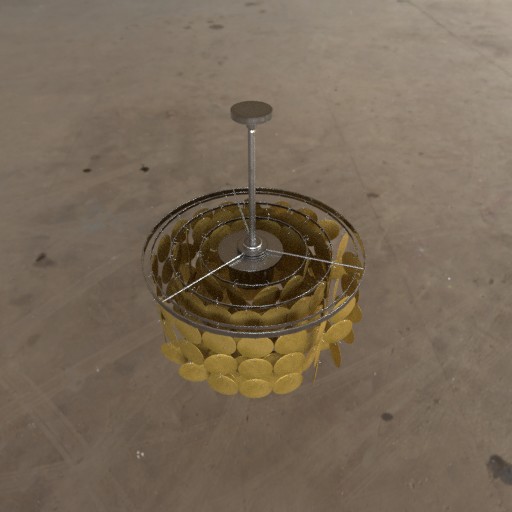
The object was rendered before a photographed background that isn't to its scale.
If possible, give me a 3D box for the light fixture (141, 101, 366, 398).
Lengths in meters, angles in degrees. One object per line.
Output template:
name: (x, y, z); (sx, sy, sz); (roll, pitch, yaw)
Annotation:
light fixture: (0.000, 0.000, 0.722); (0.368, 0.492, 0.368); (0, 41, 0)
